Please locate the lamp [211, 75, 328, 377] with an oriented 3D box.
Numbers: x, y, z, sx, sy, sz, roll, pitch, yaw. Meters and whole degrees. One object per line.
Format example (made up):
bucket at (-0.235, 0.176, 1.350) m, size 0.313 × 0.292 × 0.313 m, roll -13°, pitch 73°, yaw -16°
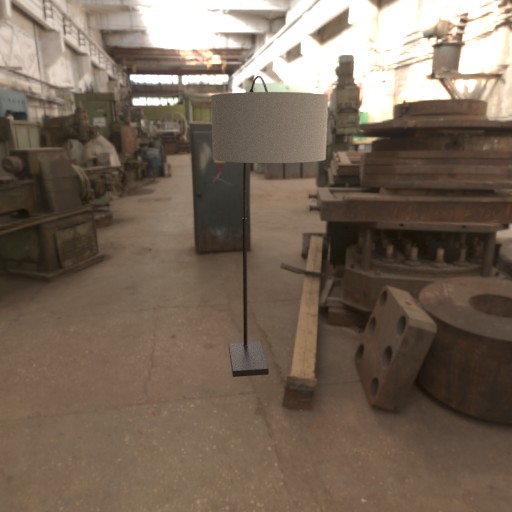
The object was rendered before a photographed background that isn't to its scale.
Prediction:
lamp at (0.000, 0.000, 2.561) m, size 0.493 × 1.927 × 1.424 m, roll -2°, pitch 16°, yaw -7°
